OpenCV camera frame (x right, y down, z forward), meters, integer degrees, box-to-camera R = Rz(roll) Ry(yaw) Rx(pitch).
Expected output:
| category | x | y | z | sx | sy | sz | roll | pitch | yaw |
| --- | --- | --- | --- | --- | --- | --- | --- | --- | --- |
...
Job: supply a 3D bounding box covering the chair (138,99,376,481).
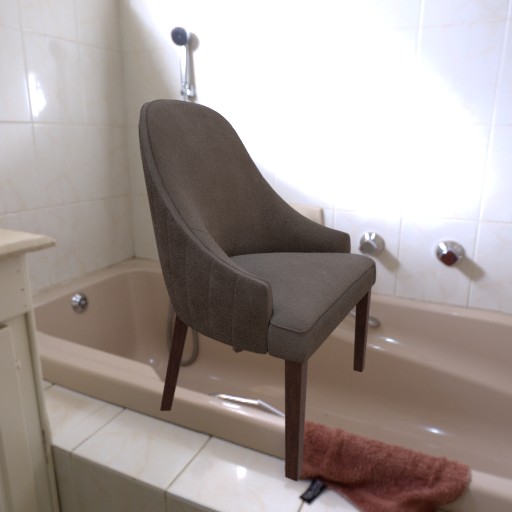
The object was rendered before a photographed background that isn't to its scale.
| category | x | y | z | sx | sy | sz | roll | pitch | yaw |
| --- | --- | --- | --- | --- | --- | --- | --- | --- | --- |
| chair | 0.000 | 0.000 | 1.305 | 0.575 | 0.889 | 0.643 | 8 | 17 | 27 |
